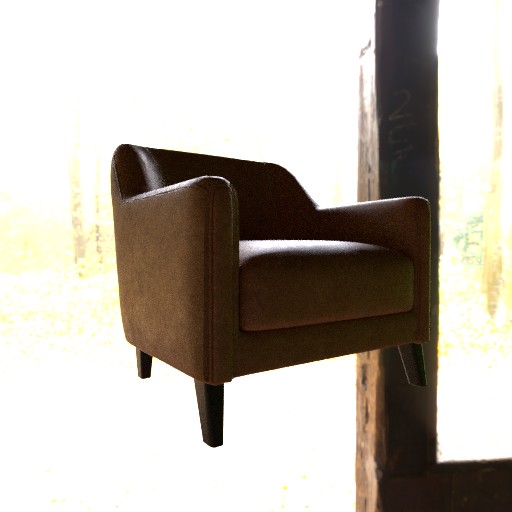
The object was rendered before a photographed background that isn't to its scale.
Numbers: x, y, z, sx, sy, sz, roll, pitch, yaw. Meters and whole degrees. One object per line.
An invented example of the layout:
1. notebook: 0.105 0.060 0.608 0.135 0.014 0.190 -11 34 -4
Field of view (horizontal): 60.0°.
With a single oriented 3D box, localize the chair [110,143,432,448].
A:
1. chair: 0.000 0.000 1.807 1.037 0.980 1.034 -1 2 -35
